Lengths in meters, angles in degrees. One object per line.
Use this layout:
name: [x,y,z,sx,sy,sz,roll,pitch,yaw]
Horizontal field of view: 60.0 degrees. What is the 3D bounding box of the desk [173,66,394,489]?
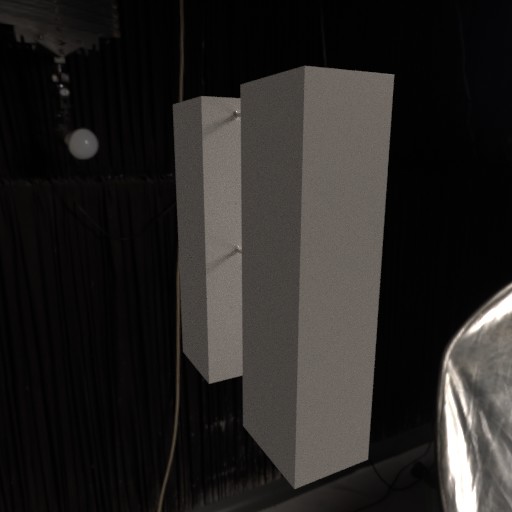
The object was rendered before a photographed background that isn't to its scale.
desk: [0.000,0.000,2.884,0.480,2.000,1.770,-7,15,-27]
